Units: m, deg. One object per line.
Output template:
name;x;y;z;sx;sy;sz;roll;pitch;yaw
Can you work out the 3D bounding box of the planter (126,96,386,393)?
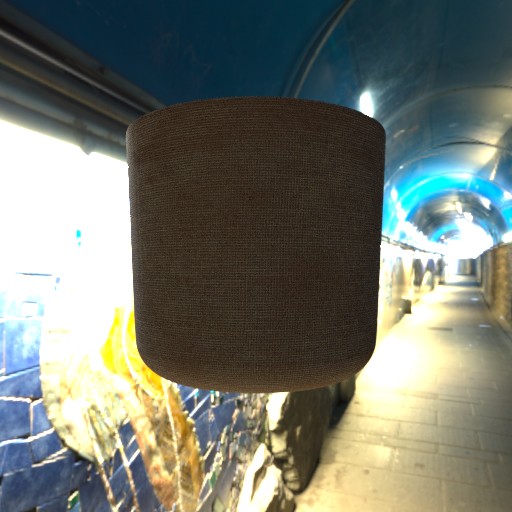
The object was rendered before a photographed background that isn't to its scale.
planter;0.000;0.000;0.778;0.440;0.398;0.440;0;-1;0
